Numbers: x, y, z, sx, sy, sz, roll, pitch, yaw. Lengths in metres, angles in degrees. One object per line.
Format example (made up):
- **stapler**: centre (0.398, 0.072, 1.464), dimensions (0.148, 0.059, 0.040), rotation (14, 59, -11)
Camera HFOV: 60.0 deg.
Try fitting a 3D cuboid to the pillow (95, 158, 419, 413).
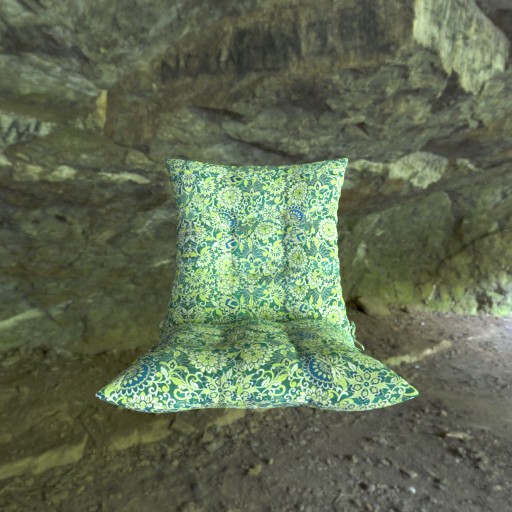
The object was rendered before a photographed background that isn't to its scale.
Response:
- **pillow**: centre (0.000, 0.000, 0.973), dimensions (0.541, 0.536, 0.585), rotation (0, 0, 0)
